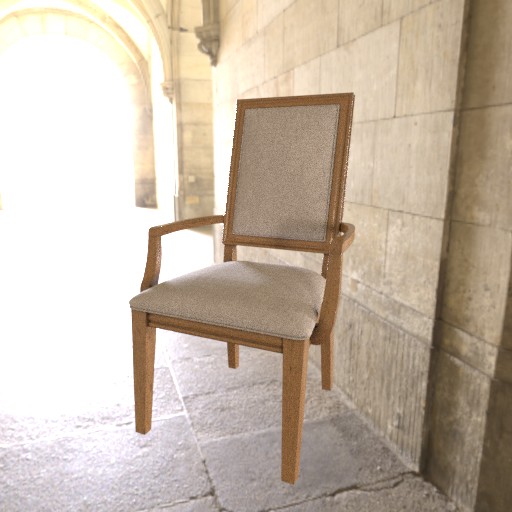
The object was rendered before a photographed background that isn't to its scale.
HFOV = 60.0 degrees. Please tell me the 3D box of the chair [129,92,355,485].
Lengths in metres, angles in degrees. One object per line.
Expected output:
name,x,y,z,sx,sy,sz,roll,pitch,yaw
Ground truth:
chair,0.000,0.000,1.356,0.606,0.990,0.602,6,14,25
